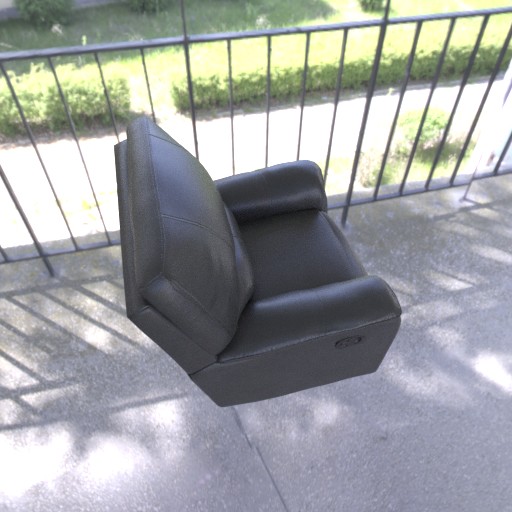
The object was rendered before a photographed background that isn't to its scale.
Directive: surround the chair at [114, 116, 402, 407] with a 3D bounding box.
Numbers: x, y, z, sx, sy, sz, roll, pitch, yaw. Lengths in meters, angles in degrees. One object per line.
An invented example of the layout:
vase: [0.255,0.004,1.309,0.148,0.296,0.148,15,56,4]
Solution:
chair: [0.000,0.000,2.072,1.087,1.109,1.096,-11,48,-10]
